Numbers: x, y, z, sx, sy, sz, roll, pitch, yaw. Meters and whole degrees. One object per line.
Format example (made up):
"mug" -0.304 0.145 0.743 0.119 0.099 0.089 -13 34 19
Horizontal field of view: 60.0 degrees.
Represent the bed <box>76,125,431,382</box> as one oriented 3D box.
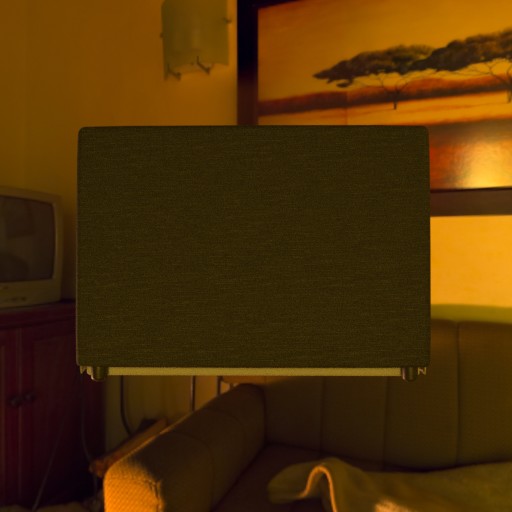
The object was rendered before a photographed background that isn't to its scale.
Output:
"bed" 0.000 0.000 3.308 1.884 1.330 2.142 0 -1 1
